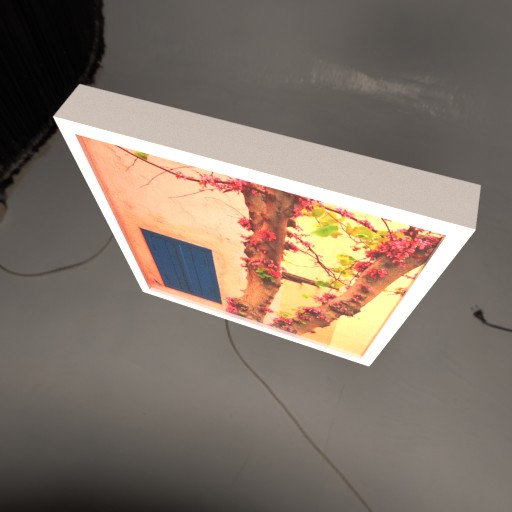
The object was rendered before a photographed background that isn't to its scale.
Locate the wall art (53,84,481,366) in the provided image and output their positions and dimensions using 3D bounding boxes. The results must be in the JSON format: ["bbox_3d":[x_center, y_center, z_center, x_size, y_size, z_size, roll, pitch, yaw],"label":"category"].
[{"bbox_3d":[0.000,0.000,0.442,0.305,0.302,0.038,17,61,9],"label":"wall art"}]
